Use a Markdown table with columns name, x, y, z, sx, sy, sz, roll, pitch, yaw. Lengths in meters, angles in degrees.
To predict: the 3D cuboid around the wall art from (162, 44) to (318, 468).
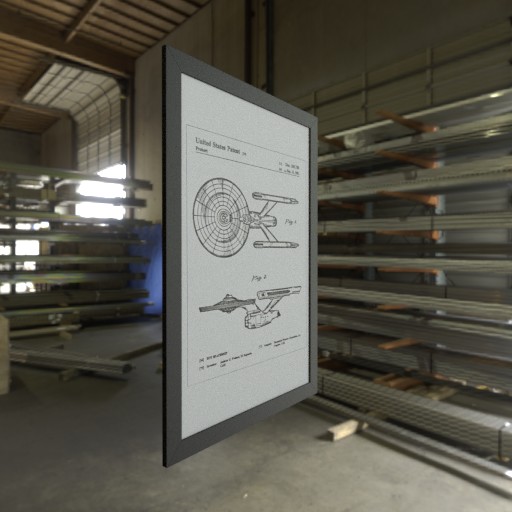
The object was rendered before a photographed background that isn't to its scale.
| name | x | y | z | sx | sy | sz | roll | pitch | yaw |
| --- | --- | --- | --- | --- | --- | --- | --- | --- | --- |
| wall art | 0.000 | 0.000 | 0.706 | 0.008 | 0.530 | 0.379 | 0 | 0 | 38 |
